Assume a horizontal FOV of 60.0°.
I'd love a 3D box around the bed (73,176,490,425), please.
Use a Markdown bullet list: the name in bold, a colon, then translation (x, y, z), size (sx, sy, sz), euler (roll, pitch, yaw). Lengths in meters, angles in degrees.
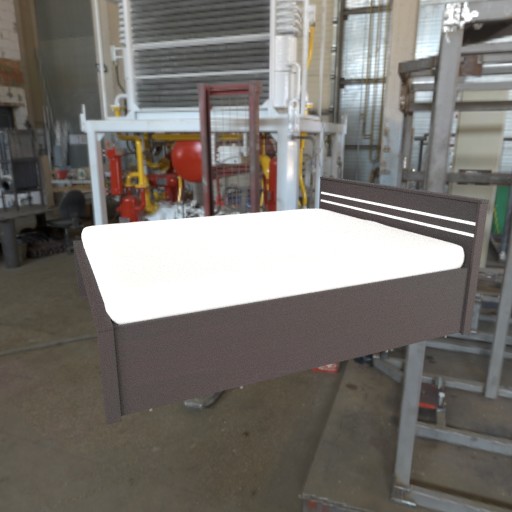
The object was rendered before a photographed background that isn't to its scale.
- **bed**: translation (0.000, 0.000, 2.857), size (2.103, 0.808, 1.634), euler (-7, 17, -24)
